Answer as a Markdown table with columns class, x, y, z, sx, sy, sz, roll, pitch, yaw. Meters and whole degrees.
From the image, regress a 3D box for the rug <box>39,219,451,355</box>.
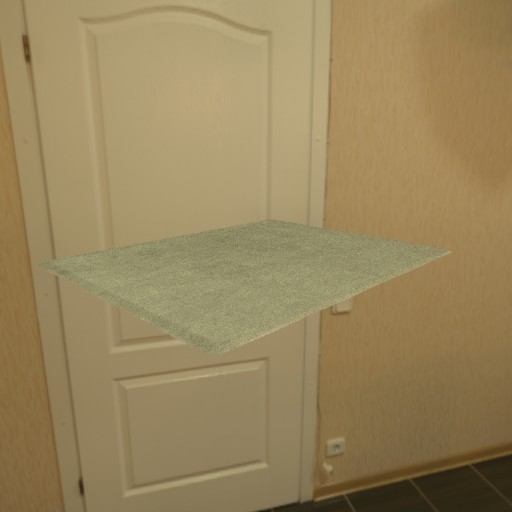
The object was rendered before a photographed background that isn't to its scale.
| class | x | y | z | sx | sy | sz | roll | pitch | yaw |
| --- | --- | --- | --- | --- | --- | --- | --- | --- | --- |
| rug | 0.000 | 0.000 | 3.936 | 2.332 | 0.027 | 2.933 | 14 | 21 | 43 |
